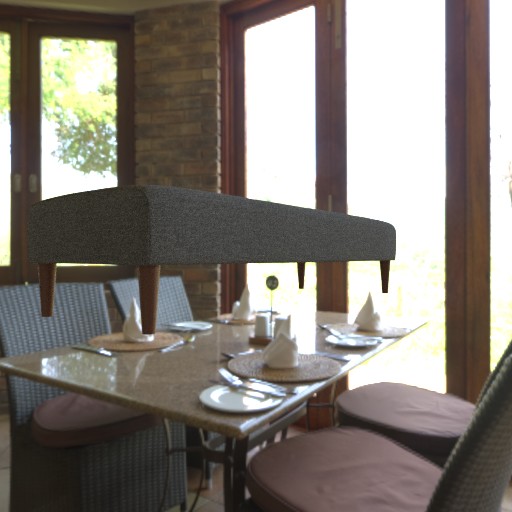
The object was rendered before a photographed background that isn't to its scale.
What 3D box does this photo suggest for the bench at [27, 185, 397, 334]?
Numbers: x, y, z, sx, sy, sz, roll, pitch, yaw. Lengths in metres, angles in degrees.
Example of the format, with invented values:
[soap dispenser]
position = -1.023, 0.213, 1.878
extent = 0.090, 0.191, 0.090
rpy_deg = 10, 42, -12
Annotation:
[bench]
position = 0.000, 0.000, 1.840
extent = 0.631, 0.384, 1.598
rpy_deg = 0, 0, 38
